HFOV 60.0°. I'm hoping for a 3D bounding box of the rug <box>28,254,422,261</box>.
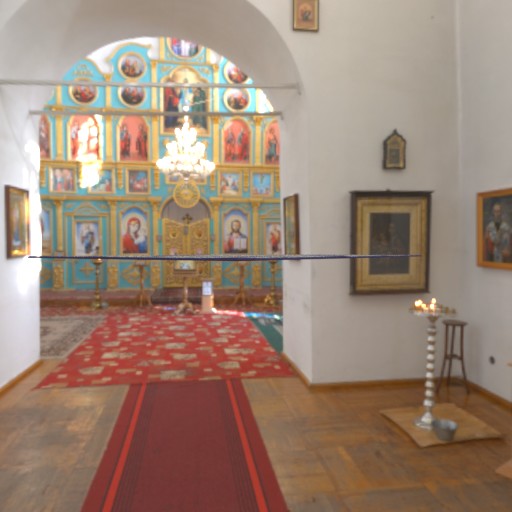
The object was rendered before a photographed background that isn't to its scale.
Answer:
[{"bbox_3d":[0.000,0.000,2.305,1.184,0.012,1.781,0,1,36],"label":"rug"}]
